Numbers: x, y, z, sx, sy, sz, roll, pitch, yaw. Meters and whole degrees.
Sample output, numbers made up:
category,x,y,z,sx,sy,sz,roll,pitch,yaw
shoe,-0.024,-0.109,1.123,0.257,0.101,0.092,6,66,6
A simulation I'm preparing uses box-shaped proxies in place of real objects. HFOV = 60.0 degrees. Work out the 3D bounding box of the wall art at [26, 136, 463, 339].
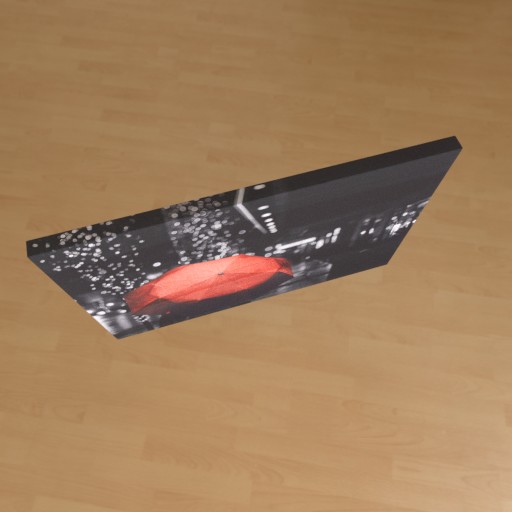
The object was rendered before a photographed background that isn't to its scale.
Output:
category,x,y,z,sx,sy,sz,roll,pitch,yaw
wall art,0.000,0.000,1.175,0.914,0.609,0.038,-15,66,-7
